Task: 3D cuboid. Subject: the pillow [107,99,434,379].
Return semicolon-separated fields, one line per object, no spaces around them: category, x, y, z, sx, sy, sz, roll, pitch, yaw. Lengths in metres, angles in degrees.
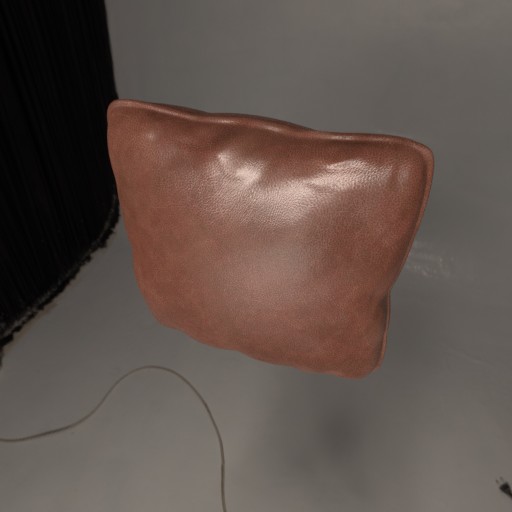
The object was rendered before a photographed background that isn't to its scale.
pillow;0.000;0.000;0.816;0.532;0.523;0.236;13;42;15
